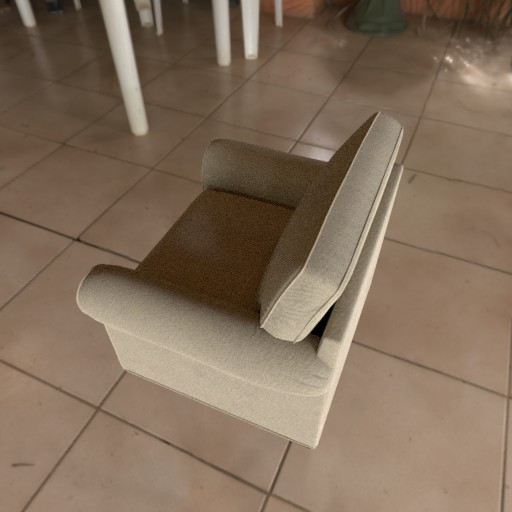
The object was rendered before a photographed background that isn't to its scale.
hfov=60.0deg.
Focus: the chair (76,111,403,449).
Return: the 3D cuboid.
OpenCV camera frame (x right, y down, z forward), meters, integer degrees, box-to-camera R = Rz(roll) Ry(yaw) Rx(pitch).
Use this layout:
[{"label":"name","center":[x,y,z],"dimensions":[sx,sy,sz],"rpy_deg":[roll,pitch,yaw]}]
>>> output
[{"label":"chair","center":[0.000,0.000,1.872],"dimensions":[0.939,1.044,1.147],"rpy_deg":[17,48,16]}]
